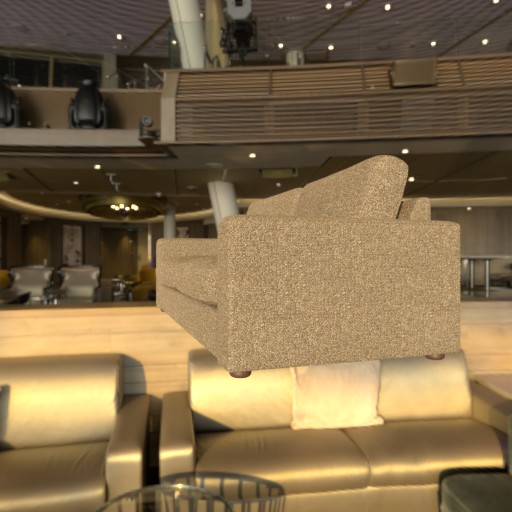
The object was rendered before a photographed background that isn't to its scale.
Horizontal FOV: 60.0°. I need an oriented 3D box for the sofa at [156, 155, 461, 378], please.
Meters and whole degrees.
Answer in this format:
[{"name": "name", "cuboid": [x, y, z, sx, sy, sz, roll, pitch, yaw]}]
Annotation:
[{"name": "sofa", "cuboid": [0.000, 0.000, 2.655, 1.016, 0.873, 2.179, 0, 0, -19]}]
